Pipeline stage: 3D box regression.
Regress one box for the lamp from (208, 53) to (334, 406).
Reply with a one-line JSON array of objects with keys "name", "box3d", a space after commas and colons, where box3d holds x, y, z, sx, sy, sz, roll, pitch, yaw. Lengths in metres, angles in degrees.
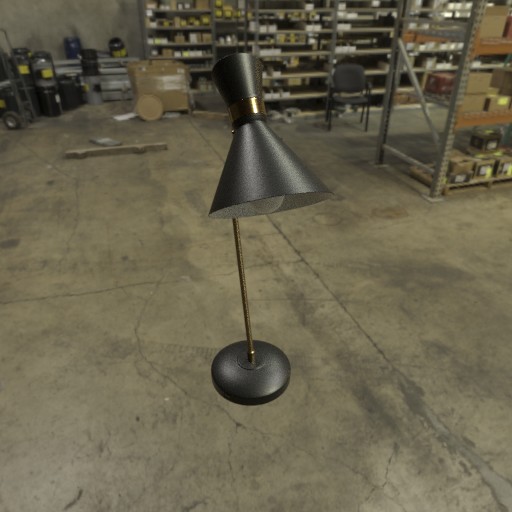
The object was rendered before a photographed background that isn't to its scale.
[{"name": "lamp", "box3d": [0.000, 0.000, 0.784, 0.189, 0.647, 0.292, -10, 32, -16]}]
